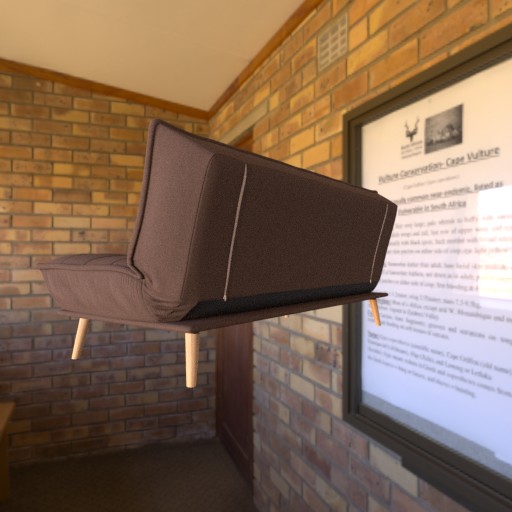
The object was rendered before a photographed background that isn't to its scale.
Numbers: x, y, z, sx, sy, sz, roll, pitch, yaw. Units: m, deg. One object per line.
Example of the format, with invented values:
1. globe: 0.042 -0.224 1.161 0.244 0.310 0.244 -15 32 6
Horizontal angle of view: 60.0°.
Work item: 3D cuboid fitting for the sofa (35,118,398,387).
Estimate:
1. sofa: 0.000 0.000 2.386 0.950 0.890 1.940 0 0 37
